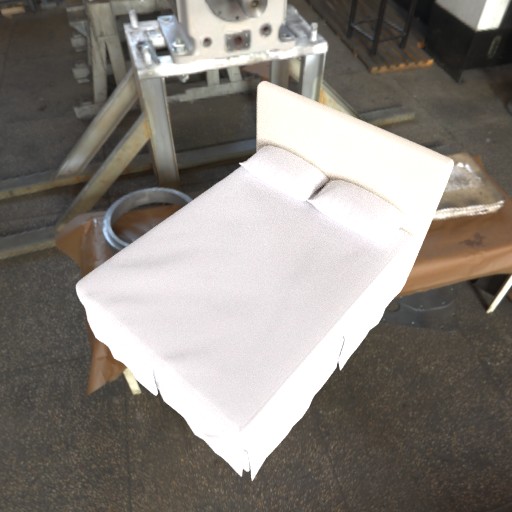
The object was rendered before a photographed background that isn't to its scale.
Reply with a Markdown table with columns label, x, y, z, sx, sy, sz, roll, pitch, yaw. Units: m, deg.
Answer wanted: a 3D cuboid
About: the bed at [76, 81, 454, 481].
| label | x | y | z | sx | sy | sz | roll | pitch | yaw |
| --- | --- | --- | --- | --- | --- | --- | --- | --- | --- |
| bed | 0.000 | 0.000 | 3.206 | 1.713 | 1.330 | 2.142 | 33 | 56 | 25 |
